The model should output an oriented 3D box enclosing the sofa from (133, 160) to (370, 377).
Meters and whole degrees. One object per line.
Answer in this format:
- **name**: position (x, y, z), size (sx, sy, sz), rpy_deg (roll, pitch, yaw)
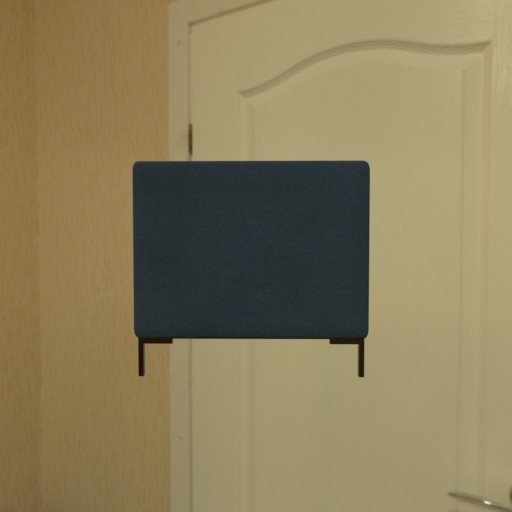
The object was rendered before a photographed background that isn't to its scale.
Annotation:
- **sofa**: position (0.000, 0.000, 2.252), size (0.686, 0.635, 1.981), rpy_deg (0, 2, 1)
